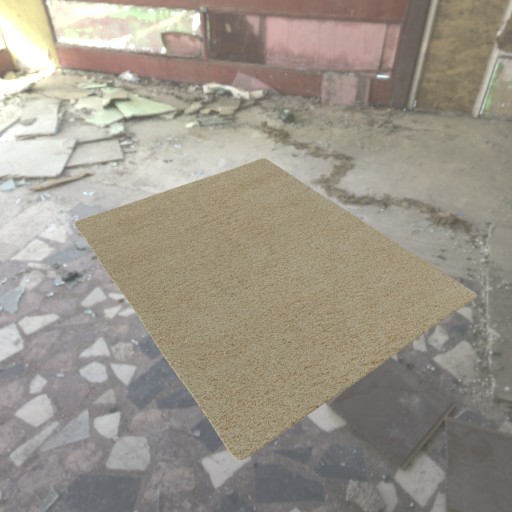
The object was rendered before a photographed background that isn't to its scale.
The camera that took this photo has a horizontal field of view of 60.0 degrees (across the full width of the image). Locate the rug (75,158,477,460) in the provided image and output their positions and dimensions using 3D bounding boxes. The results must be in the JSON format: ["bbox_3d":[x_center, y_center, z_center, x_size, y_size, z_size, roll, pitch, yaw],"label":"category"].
[{"bbox_3d":[0.000,0.000,4.077,2.401,0.025,3.001,-24,46,-27],"label":"rug"}]
